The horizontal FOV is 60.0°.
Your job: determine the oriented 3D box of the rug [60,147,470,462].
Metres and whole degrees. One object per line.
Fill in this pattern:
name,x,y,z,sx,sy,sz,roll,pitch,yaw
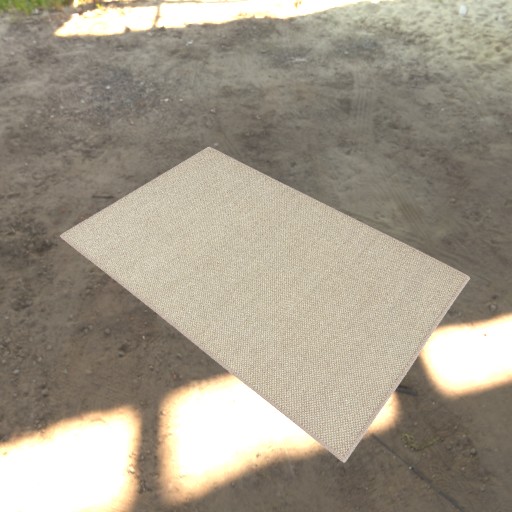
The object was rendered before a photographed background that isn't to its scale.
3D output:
rug,0.000,0.000,2.117,1.676,0.013,1.067,32,54,27
